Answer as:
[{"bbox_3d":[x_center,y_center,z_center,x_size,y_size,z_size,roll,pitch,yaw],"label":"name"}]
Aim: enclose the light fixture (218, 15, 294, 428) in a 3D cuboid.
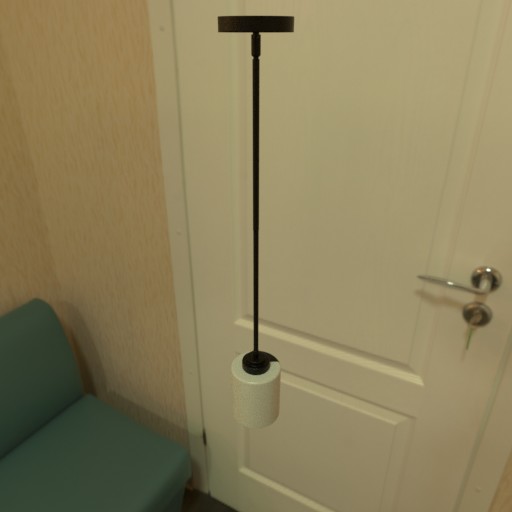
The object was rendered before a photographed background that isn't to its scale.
[{"bbox_3d":[0.000,0.000,0.908,0.123,0.863,0.123,0,27,0],"label":"light fixture"}]
